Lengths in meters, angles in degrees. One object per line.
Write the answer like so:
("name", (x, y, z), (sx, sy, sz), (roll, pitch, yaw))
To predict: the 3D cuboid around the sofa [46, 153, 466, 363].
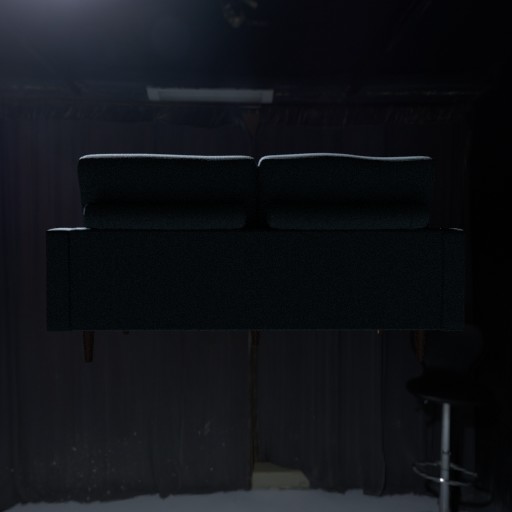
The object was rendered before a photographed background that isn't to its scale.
("sofa", (0.000, 0.000, 2.555), (2.010, 1.050, 0.966), (0, 2, -1))
